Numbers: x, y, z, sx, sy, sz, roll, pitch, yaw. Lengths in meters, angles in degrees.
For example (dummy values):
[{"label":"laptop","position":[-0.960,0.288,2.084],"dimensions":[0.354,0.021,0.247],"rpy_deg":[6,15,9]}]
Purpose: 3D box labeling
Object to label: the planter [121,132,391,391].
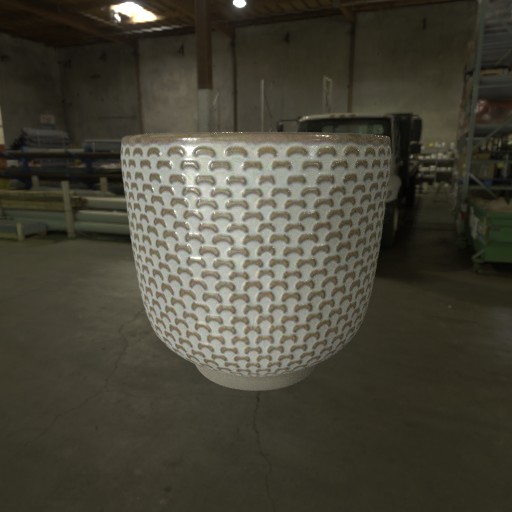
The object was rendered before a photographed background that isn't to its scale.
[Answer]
[{"label":"planter","position":[0.000,0.000,0.250],"dimensions":[0.139,0.130,0.139],"rpy_deg":[0,13,0]}]
